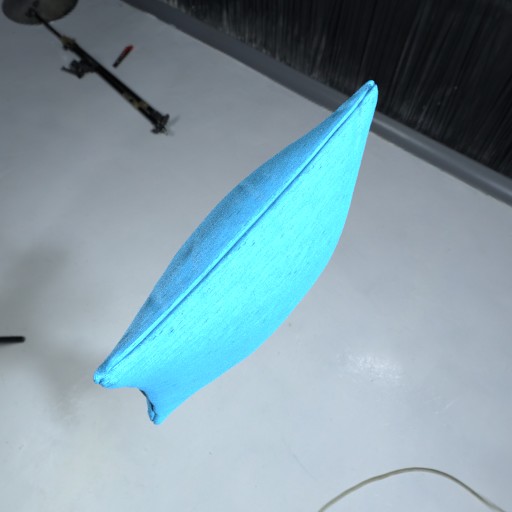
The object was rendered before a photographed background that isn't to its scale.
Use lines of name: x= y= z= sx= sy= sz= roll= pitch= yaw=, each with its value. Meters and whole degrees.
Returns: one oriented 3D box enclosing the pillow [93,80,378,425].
pillow: x=0.000 y=0.000 z=0.776 sx=0.210 sy=0.338 sz=0.633 roll=35 pitch=68 yaw=16
